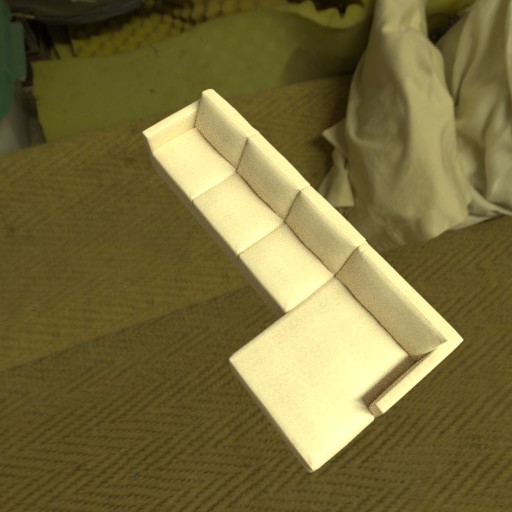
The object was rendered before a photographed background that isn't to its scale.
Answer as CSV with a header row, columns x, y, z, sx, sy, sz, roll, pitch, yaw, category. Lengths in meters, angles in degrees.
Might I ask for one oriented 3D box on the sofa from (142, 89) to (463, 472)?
x,y,z,sx,sy,sz,roll,pitch,yaw,category
0.000,0.000,4.187,1.603,0.954,3.471,-35,69,-16,sofa
